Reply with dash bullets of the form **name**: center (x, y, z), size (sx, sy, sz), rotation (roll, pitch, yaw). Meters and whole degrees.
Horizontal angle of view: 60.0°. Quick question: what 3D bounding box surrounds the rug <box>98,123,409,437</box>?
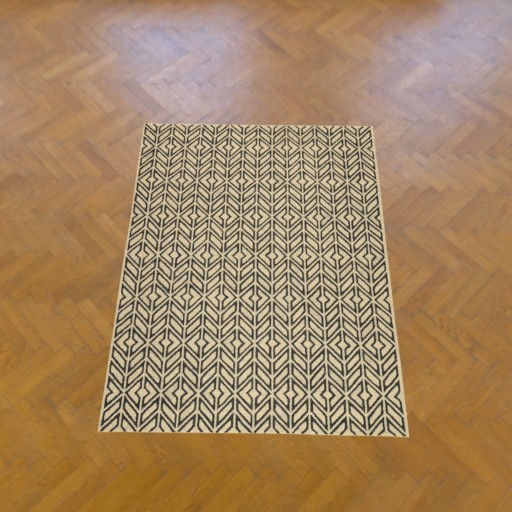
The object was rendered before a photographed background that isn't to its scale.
- **rug**: center (0.000, 0.000, 4.065), size (2.421, 0.008, 3.045), rotation (1, 66, 0)
